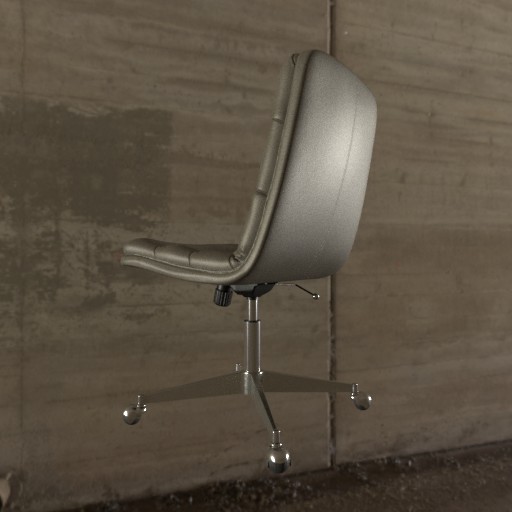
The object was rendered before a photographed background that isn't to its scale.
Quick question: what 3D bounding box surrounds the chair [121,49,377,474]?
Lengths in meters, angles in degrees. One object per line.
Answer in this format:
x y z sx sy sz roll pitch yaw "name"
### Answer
0.000 0.000 1.013 0.485 0.738 0.422 0 0 34 "chair"
